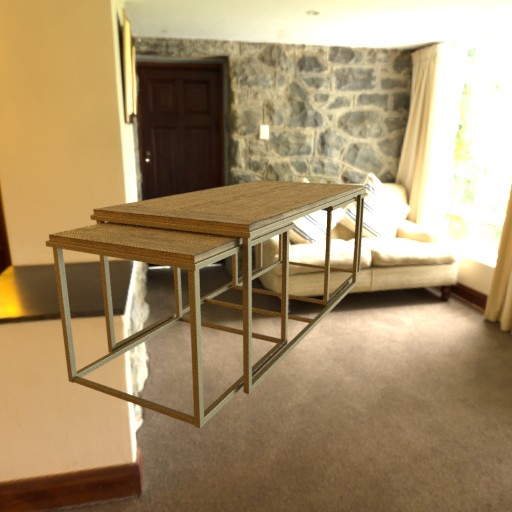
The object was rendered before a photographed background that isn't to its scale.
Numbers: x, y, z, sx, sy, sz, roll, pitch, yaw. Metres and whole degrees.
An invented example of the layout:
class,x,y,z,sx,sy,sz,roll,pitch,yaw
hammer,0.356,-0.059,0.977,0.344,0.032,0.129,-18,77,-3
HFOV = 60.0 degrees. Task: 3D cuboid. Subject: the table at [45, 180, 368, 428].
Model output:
class,x,y,z,sx,sy,sz,roll,pitch,yaw
table,0.000,0.000,1.551,0.489,0.427,1.312,8,17,27
